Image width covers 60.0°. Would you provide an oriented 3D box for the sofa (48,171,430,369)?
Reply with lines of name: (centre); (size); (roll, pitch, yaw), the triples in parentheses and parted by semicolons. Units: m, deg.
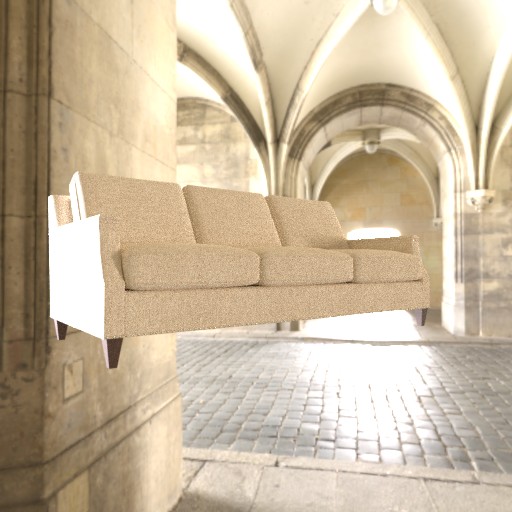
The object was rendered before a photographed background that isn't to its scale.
sofa: (0.000, 0.000, 2.777); (2.210, 0.940, 1.041); (1, -2, -36)
